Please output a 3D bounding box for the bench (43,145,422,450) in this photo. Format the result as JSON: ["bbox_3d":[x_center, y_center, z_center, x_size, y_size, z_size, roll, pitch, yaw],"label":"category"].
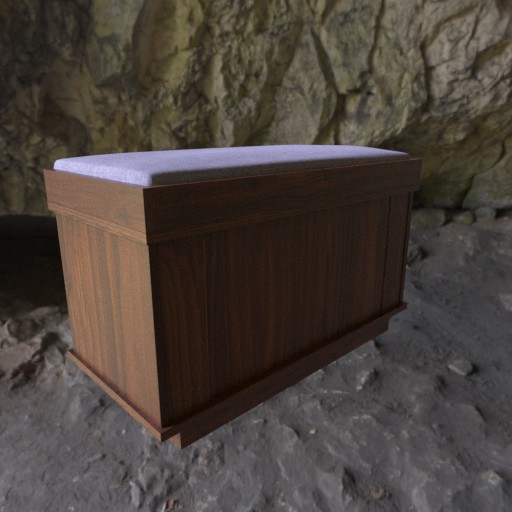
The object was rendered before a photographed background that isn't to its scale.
[{"bbox_3d":[0.000,0.000,0.979,0.734,0.461,0.362,-15,22,-41],"label":"bench"}]
